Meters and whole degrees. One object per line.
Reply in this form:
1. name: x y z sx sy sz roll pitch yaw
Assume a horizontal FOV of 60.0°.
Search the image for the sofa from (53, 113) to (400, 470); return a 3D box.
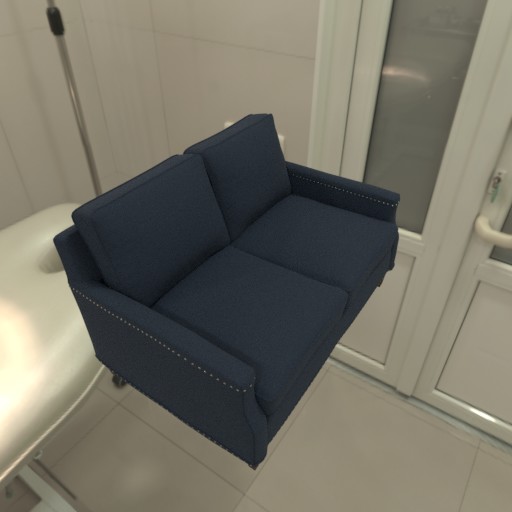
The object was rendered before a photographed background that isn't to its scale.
1. sofa: 0.000 0.000 2.328 1.084 1.003 1.597 23 44 26
